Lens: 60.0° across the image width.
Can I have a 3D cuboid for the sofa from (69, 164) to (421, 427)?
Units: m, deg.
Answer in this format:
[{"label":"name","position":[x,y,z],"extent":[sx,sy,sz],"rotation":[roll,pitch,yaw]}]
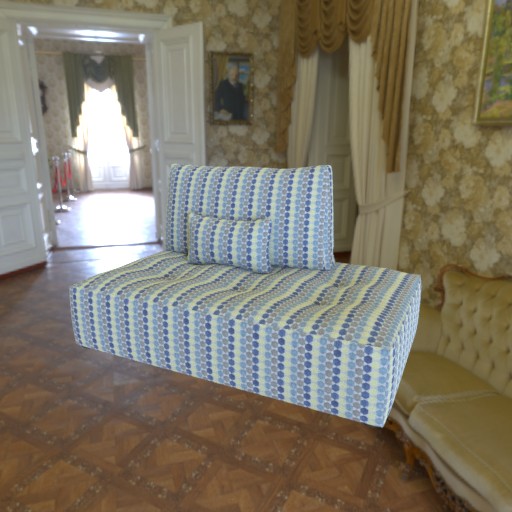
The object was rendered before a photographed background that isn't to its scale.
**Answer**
[{"label":"sofa","position":[0.000,0.000,2.103],"extent":[1.450,0.820,1.000],"rotation":[7,17,25]}]
